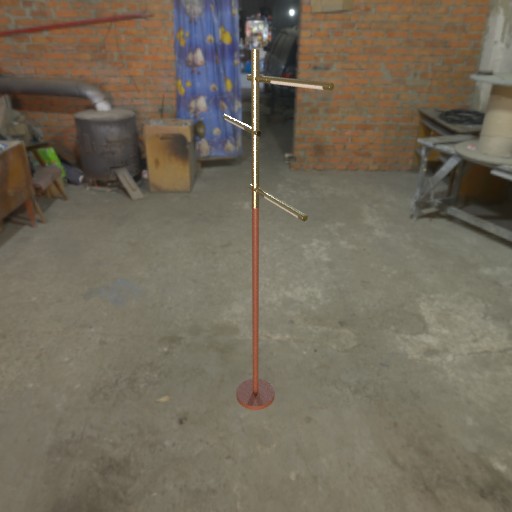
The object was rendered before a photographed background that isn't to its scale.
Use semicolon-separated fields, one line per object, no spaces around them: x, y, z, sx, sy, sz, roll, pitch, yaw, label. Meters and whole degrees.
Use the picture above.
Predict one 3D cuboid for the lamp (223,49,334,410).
0.000;0.000;2.015;0.209;1.704;0.737;-18;32;-32;lamp
